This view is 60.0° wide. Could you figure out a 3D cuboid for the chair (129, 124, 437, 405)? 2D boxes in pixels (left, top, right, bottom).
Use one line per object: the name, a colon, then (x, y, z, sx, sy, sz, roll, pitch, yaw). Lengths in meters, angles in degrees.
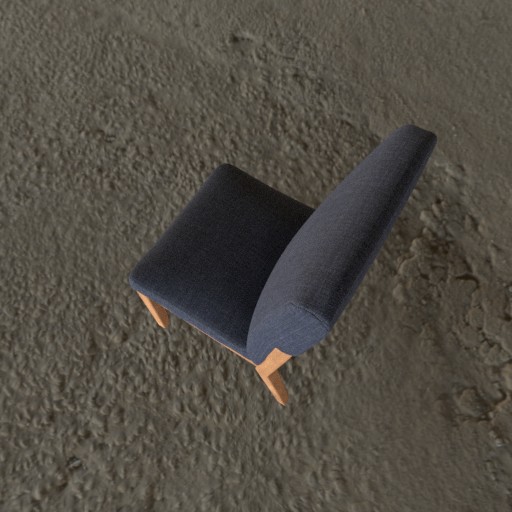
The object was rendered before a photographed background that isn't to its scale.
chair: (0.000, 0.000, 1.258, 0.586, 0.911, 0.507, 29, 67, 14)
